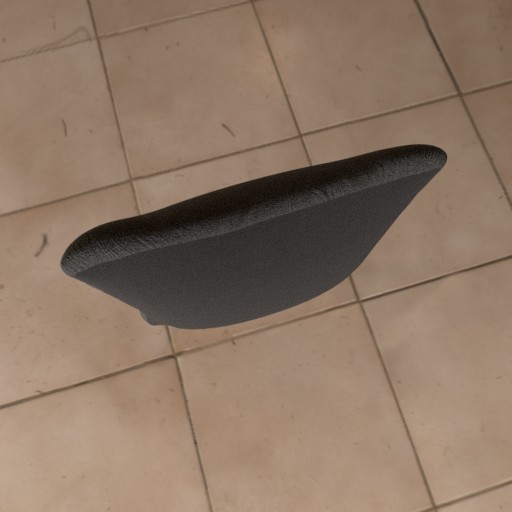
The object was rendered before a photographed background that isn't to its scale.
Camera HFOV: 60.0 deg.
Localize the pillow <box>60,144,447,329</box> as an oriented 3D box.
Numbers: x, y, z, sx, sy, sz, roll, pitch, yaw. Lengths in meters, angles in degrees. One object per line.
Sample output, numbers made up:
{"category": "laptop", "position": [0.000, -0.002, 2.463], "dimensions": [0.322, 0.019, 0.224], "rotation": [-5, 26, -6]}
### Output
{"category": "pillow", "position": [0.000, 0.000, 0.803], "dimensions": [0.533, 0.523, 0.210], "rotation": [-17, 75, -5]}
